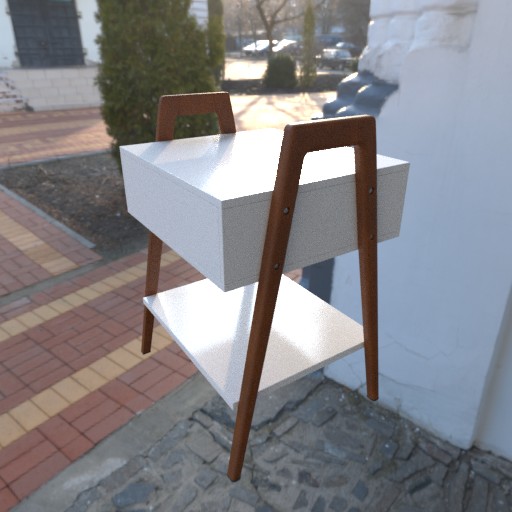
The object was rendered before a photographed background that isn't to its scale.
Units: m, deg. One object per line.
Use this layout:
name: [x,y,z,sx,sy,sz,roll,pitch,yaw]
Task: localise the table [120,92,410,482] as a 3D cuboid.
table: [0.000,0.000,0.931,0.405,0.610,0.457,-16,30,-30]
